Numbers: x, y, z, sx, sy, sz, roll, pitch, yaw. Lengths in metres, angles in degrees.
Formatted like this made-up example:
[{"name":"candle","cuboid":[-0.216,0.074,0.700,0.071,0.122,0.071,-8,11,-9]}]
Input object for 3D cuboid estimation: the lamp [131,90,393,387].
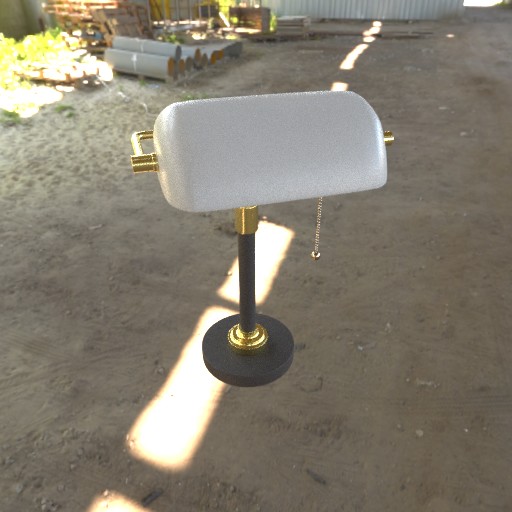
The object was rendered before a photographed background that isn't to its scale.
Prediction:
[{"name":"lamp","cuboid":[0.000,0.000,0.559,0.269,0.404,0.227,-9,33,-15]}]
